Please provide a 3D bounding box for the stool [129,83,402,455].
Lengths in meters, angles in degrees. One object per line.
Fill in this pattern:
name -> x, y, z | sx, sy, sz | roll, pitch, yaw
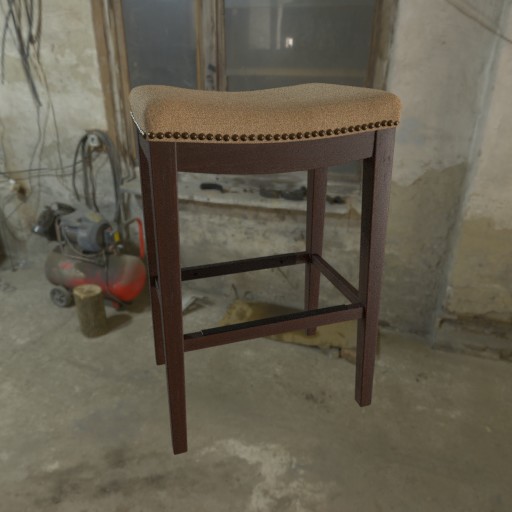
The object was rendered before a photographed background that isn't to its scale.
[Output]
stool -> 0.000, 0.000, 1.071 | 0.509, 0.768, 0.363 | -8, 26, -16
